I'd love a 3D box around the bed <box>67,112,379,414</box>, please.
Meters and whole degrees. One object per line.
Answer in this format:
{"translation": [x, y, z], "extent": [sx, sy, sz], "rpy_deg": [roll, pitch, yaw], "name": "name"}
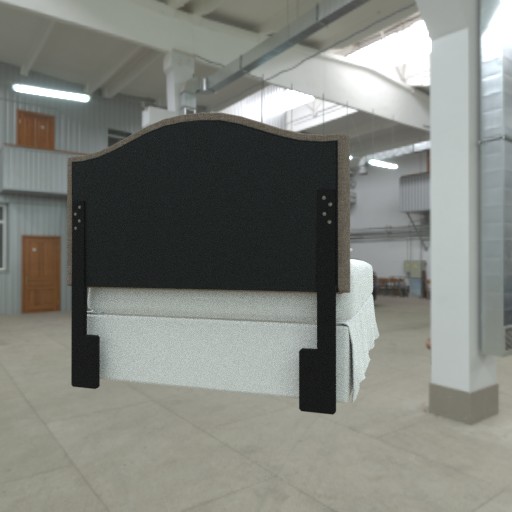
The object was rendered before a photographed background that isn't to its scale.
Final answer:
{"translation": [0.000, 0.000, 3.351], "extent": [1.713, 1.518, 2.153], "rpy_deg": [0, 0, 18], "name": "bed"}
